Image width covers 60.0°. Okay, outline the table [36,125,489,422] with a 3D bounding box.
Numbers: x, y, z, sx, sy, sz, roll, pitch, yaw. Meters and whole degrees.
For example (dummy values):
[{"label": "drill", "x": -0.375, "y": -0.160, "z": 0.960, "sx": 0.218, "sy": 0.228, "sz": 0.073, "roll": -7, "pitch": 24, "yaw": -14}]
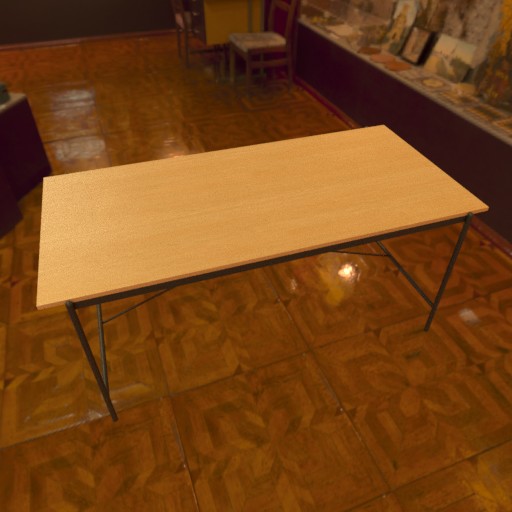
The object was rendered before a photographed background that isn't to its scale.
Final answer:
[{"label": "table", "x": 0.000, "y": 0.000, "z": 2.220, "sx": 1.800, "sy": 0.758, "sz": 0.900, "roll": -12, "pitch": 42, "yaw": -14}]
